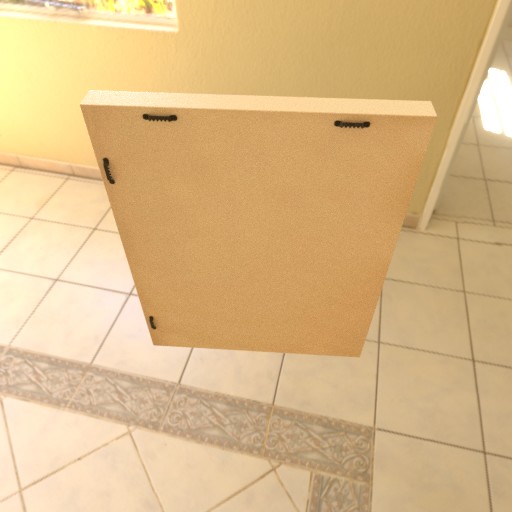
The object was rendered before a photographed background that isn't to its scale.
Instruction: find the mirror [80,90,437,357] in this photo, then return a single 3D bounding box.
[{"bbox_3d":[0.000,0.000,0.694,0.405,0.508,0.041,3,46,3],"label":"mirror"}]
